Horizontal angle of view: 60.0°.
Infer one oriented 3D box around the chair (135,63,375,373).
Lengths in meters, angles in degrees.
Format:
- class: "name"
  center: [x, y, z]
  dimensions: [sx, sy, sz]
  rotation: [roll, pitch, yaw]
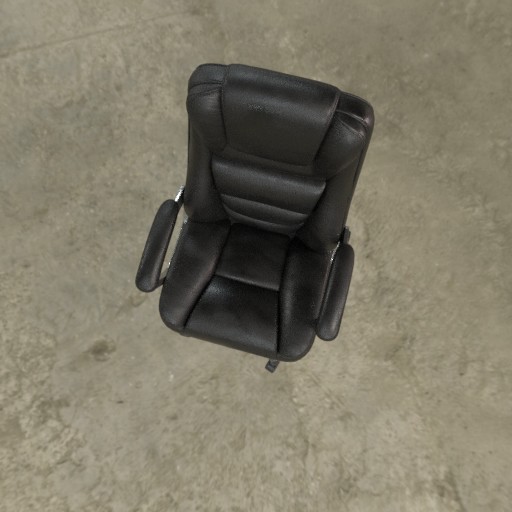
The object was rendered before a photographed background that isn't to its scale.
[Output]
- class: "chair"
  center: [0.000, 0.000, 1.480]
  dimensions: [0.697, 1.075, 0.689]
  rotation: [15, 75, 4]
